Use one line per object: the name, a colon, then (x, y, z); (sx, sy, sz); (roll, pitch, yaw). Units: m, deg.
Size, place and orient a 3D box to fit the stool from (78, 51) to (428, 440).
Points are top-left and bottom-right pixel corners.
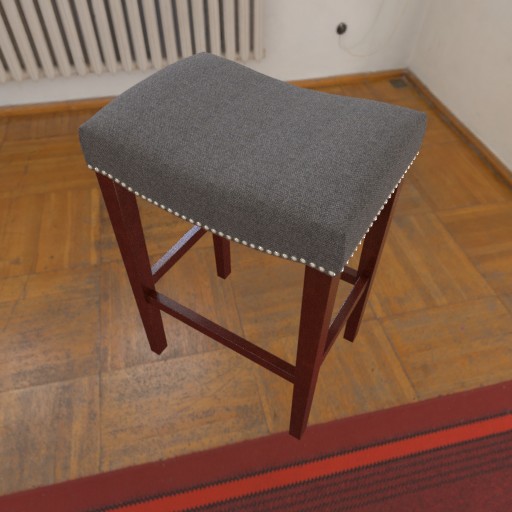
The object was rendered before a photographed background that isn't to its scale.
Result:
stool: (0.000, 0.000, 1.013); (0.504, 0.742, 0.372); (25, 52, 21)
